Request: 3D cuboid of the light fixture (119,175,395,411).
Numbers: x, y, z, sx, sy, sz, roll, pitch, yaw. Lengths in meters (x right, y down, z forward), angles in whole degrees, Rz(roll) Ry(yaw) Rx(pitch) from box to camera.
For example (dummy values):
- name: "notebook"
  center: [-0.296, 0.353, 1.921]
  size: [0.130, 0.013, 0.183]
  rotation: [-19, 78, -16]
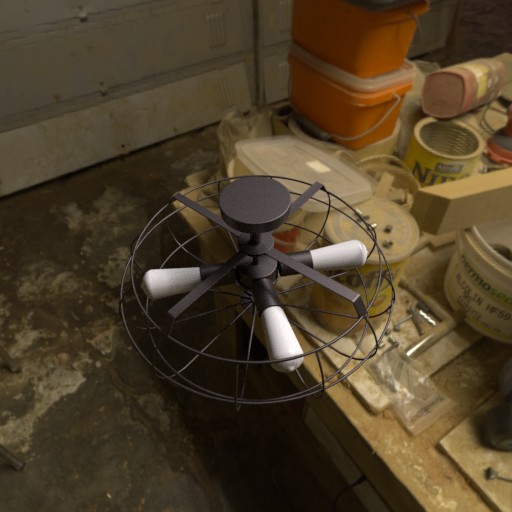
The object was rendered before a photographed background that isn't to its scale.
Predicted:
- name: "light fixture"
  center: [0.000, 0.000, 0.916]
  size: [0.582, 0.311, 0.582]
  rotation: [0, 47, 0]
